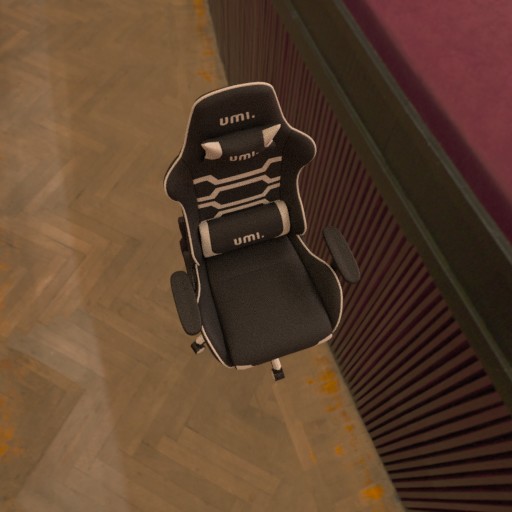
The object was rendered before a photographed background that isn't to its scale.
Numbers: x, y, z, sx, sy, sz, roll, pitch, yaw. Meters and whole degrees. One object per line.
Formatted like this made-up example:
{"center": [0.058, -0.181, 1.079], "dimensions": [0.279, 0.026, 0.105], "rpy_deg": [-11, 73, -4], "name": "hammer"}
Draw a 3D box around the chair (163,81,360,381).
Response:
{"center": [0.000, 0.000, 1.664], "dimensions": [0.700, 1.240, 0.700], "rpy_deg": [-17, 63, -9], "name": "chair"}
